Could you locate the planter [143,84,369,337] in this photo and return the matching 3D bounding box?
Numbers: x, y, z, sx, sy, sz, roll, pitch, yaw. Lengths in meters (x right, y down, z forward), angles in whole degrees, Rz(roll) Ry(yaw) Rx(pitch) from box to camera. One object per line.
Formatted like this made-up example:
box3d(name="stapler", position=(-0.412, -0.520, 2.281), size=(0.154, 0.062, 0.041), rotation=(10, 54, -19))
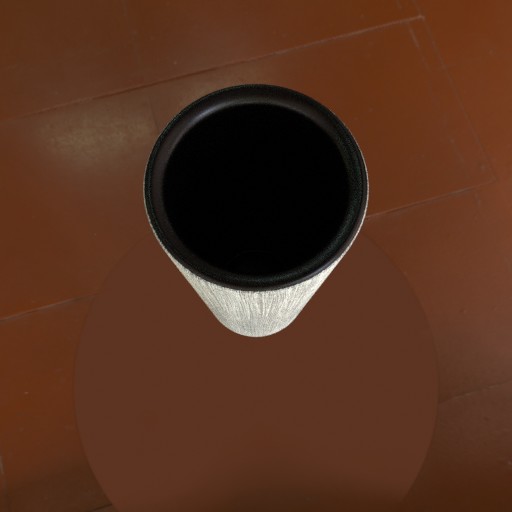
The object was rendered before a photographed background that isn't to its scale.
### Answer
box3d(name="planter", position=(0.000, 0.000, 0.325), size=(0.100, 0.270, 0.100), rotation=(17, 76, 4))
